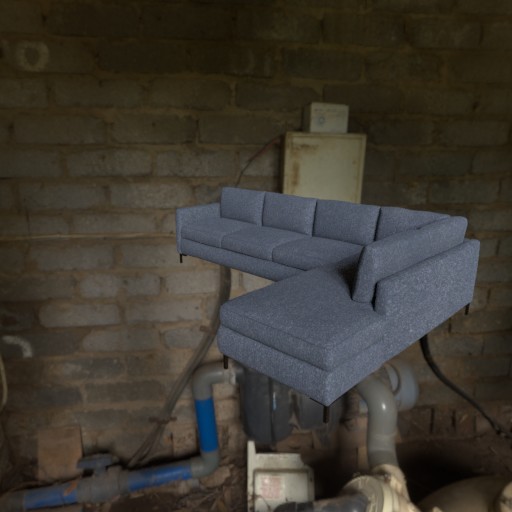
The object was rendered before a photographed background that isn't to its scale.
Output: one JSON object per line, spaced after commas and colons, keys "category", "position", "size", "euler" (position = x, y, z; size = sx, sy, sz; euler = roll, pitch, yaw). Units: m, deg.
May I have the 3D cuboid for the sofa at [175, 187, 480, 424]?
{"category": "sofa", "position": [0.000, 0.000, 3.742], "size": [2.949, 0.815, 2.007], "euler": [15, 21, 43]}
